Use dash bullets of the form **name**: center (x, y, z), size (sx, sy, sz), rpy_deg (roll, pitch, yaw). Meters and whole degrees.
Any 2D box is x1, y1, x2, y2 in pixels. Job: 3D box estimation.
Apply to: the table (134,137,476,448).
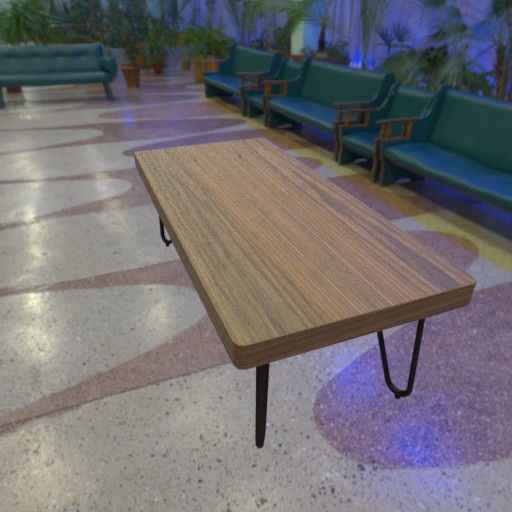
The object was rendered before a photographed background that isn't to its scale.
- **table**: center (0.000, 0.000, 1.649), size (0.637, 0.468, 1.375), rpy_deg (-11, 32, -19)
